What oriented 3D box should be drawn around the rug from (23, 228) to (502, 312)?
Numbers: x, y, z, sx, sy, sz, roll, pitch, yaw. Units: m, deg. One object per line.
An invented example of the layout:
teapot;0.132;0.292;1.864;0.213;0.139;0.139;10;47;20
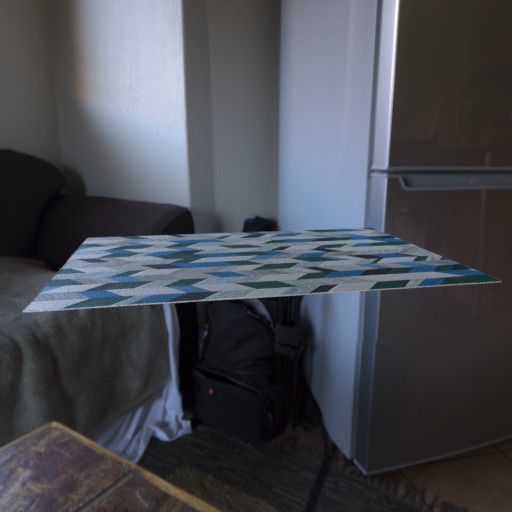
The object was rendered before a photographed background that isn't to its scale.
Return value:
rug;0.000;0.000;2.232;1.827;0.005;1.229;-3;14;-10
